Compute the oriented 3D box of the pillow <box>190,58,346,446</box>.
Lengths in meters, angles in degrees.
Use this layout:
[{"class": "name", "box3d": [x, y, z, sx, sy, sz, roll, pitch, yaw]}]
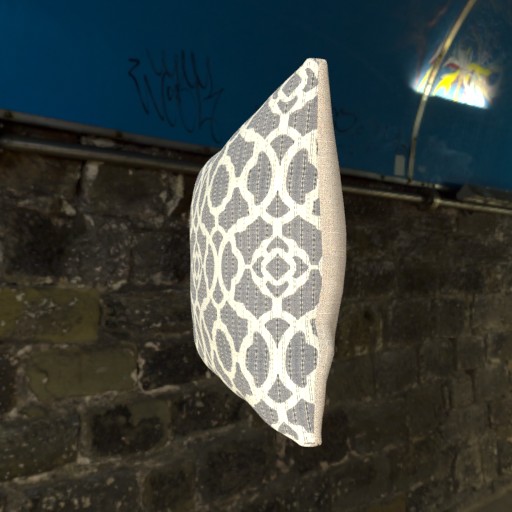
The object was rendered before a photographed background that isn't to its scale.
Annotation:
[{"class": "pillow", "box3d": [0.000, 0.000, 0.799, 0.215, 0.498, 0.508, 0, -1, -18]}]
